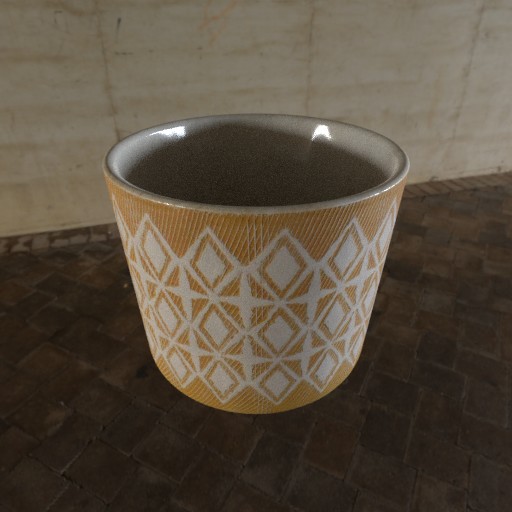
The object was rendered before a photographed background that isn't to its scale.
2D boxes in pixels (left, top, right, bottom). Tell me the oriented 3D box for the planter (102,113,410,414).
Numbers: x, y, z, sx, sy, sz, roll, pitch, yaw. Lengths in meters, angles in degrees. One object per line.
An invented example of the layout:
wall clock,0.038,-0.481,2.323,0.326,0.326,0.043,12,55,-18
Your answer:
planter,0.000,0.000,0.332,0.193,0.165,0.193,0,31,0
